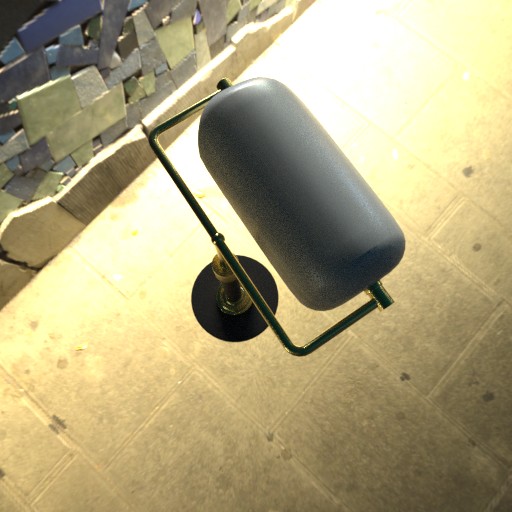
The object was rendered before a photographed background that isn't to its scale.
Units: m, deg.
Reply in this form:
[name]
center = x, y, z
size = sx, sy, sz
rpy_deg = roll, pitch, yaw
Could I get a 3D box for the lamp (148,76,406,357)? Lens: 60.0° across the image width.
[lamp]
center = 0.000, 0.000, 0.556
size = 0.227, 0.404, 0.269
rpy_deg = -33, 78, -8
